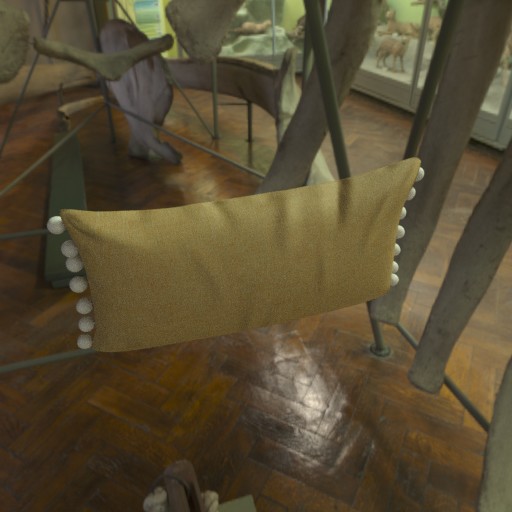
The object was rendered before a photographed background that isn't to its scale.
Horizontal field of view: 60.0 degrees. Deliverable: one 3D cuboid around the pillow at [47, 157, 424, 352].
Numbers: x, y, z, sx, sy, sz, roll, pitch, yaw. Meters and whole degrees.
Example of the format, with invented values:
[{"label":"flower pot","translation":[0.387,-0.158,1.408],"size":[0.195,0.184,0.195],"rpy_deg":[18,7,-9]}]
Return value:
[{"label":"pillow","translation":[0.000,0.000,0.852],"size":[0.709,0.322,0.201],"rpy_deg":[-10,34,-15]}]
